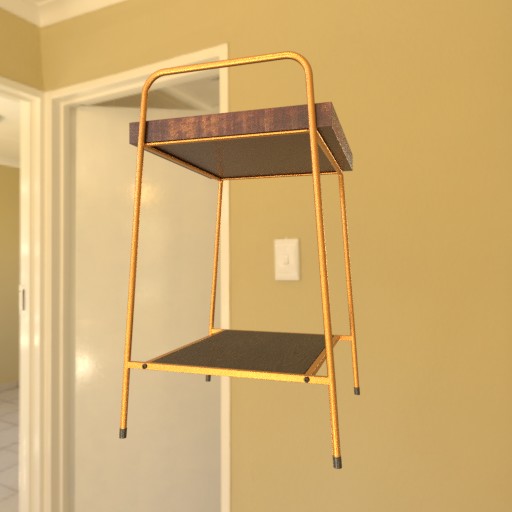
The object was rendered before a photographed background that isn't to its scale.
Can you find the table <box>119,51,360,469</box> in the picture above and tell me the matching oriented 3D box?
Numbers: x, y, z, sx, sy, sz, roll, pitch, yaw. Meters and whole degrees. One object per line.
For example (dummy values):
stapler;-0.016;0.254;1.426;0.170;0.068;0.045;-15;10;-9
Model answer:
table;0.000;0.000;1.004;0.430;0.710;0.430;0;0;17
